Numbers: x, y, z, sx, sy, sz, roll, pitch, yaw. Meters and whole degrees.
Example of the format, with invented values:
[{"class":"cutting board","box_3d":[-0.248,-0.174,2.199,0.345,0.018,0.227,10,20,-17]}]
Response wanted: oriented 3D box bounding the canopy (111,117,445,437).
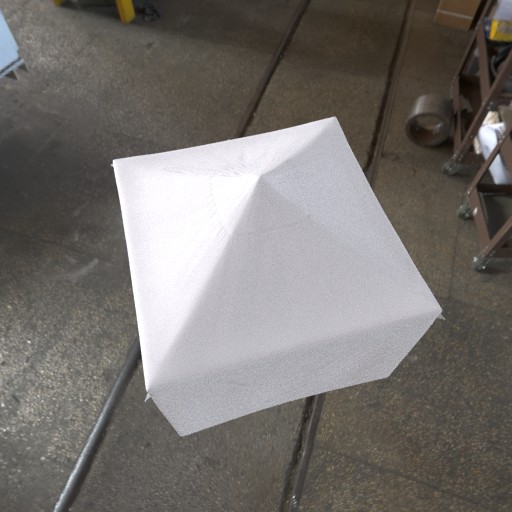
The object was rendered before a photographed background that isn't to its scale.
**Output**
[{"class":"canopy","box_3d":[0.000,0.000,5.463,3.043,2.997,3.121,-13,59,-8]}]
